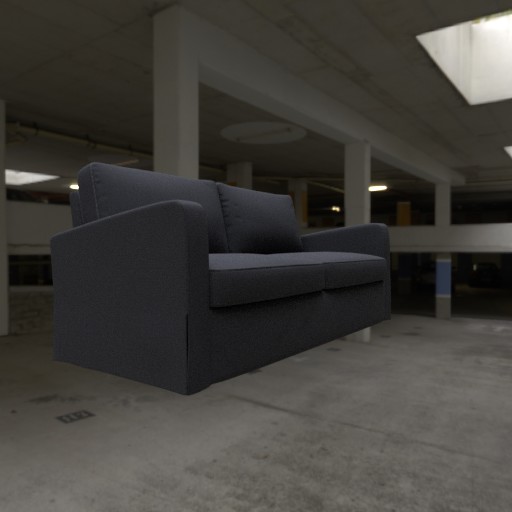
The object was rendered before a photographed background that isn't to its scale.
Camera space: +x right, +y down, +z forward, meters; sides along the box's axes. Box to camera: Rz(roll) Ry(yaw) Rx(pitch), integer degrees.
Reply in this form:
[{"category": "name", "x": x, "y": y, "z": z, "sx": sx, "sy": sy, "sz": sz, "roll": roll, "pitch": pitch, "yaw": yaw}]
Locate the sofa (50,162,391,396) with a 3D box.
[{"category": "sofa", "x": 0.000, "y": 0.000, "z": 2.355, "sx": 0.898, "sy": 0.839, "sz": 1.852, "roll": 1, "pitch": 1, "yaw": 36}]
